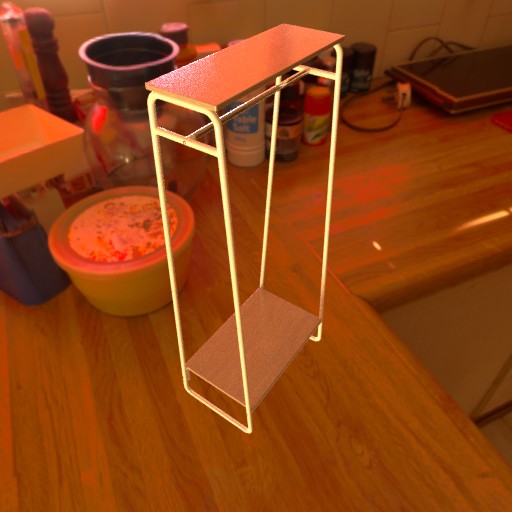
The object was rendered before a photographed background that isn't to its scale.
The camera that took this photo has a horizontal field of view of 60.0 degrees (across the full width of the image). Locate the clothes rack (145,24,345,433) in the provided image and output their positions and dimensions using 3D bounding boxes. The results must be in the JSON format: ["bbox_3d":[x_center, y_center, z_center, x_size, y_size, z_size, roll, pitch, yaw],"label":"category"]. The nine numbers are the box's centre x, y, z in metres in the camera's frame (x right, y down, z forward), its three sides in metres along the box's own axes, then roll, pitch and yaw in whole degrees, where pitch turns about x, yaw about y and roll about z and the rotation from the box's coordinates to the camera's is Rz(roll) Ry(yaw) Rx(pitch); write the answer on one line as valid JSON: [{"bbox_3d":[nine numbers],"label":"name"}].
[{"bbox_3d":[0.000,0.000,1.752,0.400,1.512,0.640,26,48,25],"label":"clothes rack"}]
